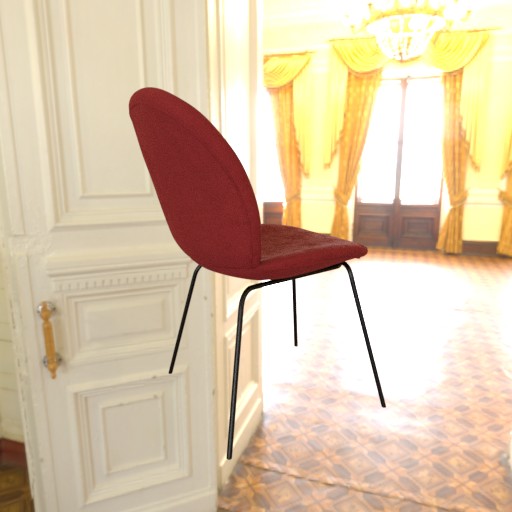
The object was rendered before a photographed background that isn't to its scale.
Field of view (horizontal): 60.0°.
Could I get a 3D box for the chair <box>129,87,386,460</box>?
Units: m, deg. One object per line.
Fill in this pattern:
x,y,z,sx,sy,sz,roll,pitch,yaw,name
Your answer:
0.000,0.000,1.165,0.587,0.791,0.458,-7,14,-27,chair
